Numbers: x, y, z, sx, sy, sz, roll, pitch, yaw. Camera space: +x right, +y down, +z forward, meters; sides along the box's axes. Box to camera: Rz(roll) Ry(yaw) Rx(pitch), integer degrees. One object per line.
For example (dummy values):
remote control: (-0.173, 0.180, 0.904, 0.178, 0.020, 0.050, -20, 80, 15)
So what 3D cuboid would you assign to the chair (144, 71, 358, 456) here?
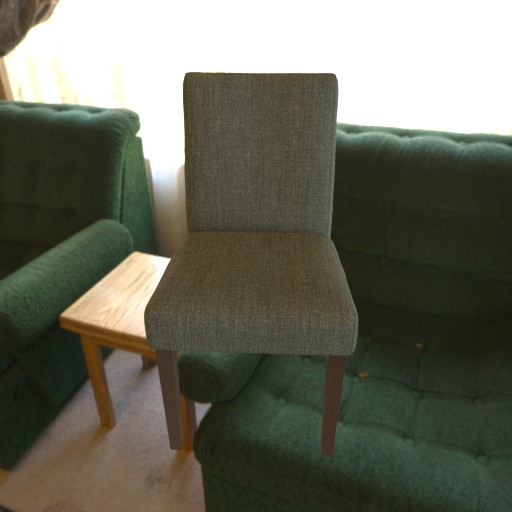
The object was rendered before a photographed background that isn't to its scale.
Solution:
chair: (0.000, 0.000, 1.234, 0.487, 0.884, 0.629, 1, 30, 2)
